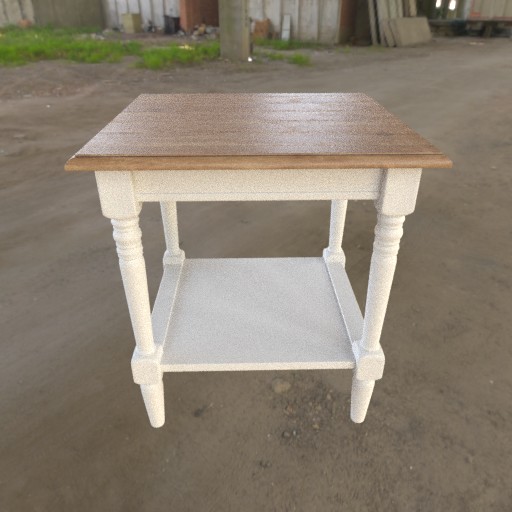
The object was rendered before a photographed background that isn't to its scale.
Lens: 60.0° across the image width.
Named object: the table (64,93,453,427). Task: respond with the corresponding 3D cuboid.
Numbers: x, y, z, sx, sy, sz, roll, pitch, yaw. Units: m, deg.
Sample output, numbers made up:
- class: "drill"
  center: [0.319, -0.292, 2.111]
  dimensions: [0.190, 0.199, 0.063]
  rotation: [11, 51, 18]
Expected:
- class: "table"
  center: [0.000, 0.000, 0.910]
  dimensions: [0.508, 0.561, 0.457]
  rotation: [-1, 30, -1]
